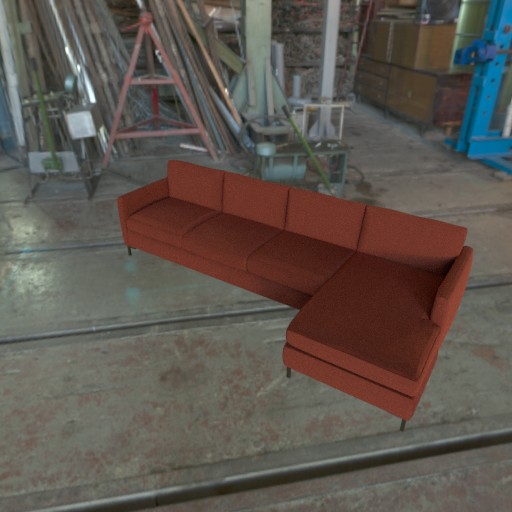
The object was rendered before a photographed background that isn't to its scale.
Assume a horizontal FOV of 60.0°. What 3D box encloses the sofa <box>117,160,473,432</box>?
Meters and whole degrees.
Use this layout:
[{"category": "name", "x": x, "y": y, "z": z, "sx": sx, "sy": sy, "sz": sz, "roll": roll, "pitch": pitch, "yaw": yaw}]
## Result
[{"category": "sofa", "x": 0.000, "y": 0.000, "z": 3.475, "sx": 2.932, "sy": 0.810, "sz": 1.350, "roll": 18, "pitch": 35, "yaw": 29}]
